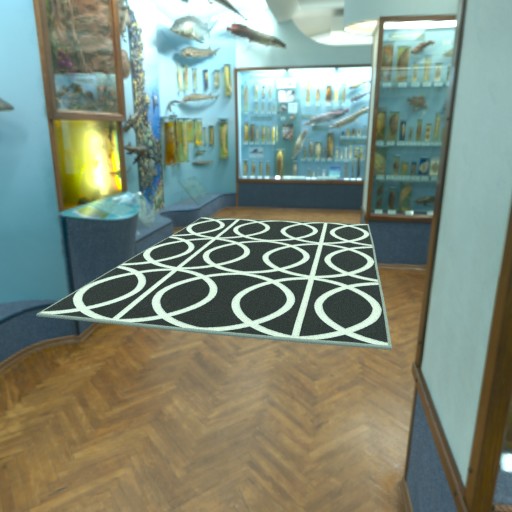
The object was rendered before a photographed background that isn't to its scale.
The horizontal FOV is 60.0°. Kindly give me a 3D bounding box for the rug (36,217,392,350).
[{"bbox_3d":[0.000,0.000,2.877,1.526,0.014,2.290,3,16,11],"label":"rug"}]
